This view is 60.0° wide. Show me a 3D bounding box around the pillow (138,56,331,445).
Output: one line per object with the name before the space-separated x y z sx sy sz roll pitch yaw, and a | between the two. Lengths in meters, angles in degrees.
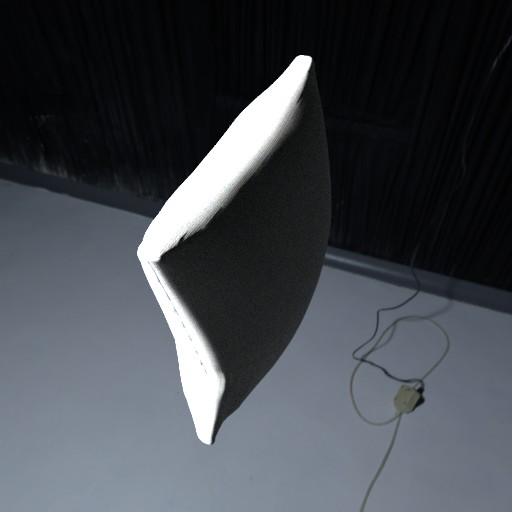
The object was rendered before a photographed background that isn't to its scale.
pillow | 0.000 0.000 0.763 0.219 0.491 0.496 17 50 15
